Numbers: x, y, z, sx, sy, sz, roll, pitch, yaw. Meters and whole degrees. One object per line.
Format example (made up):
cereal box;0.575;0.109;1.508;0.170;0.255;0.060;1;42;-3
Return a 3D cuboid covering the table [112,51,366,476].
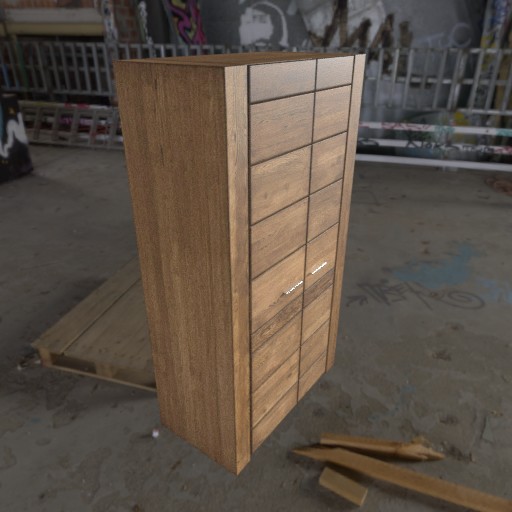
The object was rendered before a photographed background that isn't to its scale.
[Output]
table;0.000;0.000;2.438;0.600;2.000;1.100;19;32;32
